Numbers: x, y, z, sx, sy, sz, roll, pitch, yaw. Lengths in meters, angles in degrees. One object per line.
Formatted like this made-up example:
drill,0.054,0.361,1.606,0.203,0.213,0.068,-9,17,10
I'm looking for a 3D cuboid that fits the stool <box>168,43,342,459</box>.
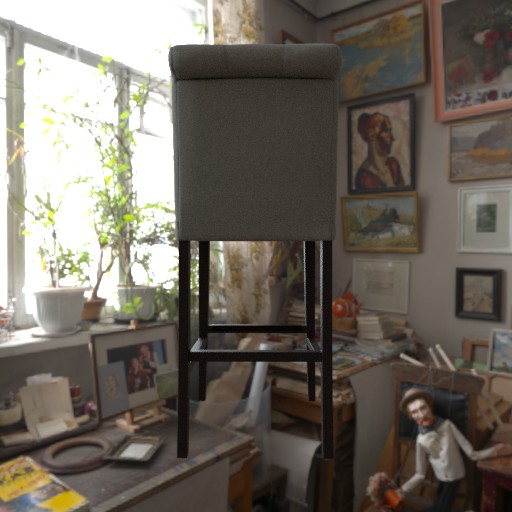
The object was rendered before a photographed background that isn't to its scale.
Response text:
stool,0.000,0.000,1.448,0.493,1.140,0.601,0,1,1
